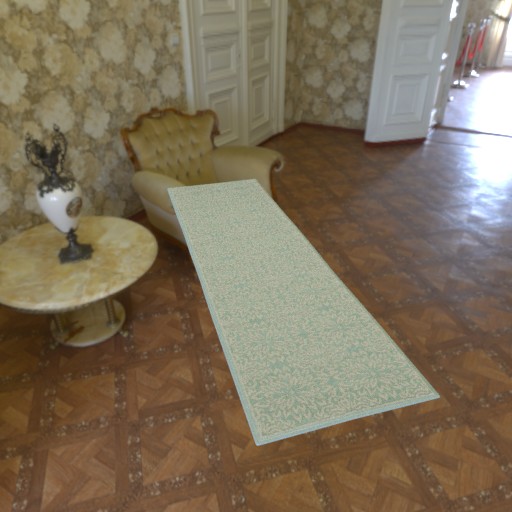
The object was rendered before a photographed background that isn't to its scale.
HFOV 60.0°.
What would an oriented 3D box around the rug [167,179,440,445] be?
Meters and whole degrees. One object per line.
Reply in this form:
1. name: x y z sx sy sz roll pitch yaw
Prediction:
1. rug: 0.000 0.000 2.346 0.662 0.011 2.196 -9 32 -14
